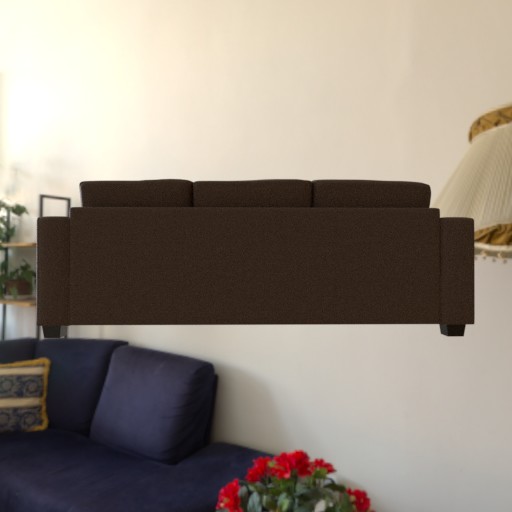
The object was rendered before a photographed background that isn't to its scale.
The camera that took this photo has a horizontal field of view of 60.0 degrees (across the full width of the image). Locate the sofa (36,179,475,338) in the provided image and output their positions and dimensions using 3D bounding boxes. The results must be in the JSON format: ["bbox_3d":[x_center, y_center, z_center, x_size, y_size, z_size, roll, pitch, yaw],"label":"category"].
[{"bbox_3d":[0.000,0.000,2.597,2.160,0.806,0.900,0,0,-1],"label":"sofa"}]
